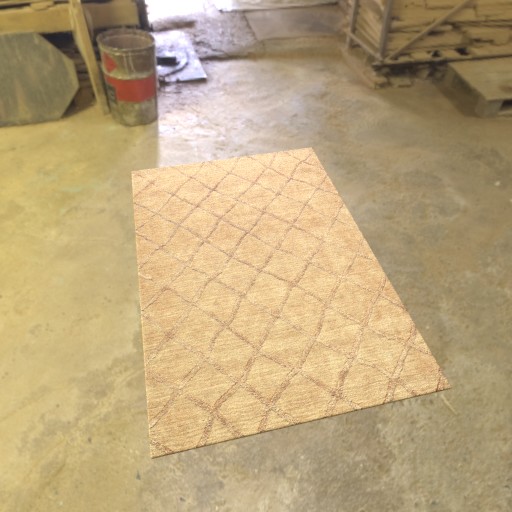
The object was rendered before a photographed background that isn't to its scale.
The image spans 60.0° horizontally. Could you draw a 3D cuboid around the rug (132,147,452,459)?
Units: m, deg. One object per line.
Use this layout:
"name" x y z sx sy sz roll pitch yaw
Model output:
"rug" 0.000 0.000 2.927 1.528 0.014 2.292 -10 47 -9
